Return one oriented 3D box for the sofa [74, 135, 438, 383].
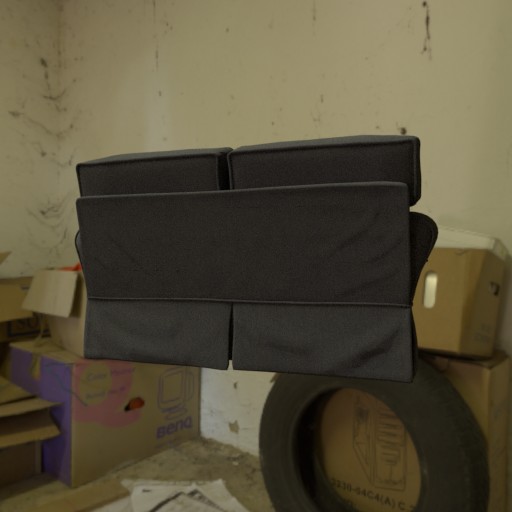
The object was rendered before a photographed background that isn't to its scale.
[{"bbox_3d":[0.000,0.000,2.419,1.801,1.059,0.997,0,0,17],"label":"sofa"}]
